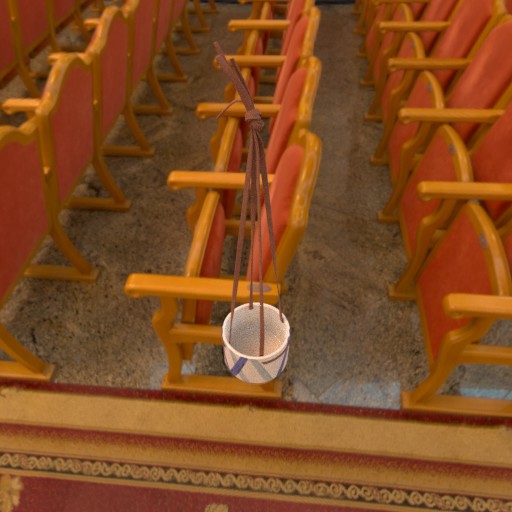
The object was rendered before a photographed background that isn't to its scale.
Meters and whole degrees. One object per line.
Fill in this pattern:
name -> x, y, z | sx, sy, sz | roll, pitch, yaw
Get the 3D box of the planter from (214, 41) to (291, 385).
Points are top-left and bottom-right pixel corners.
planter -> 0.000, 0.000, 0.819 | 0.157, 0.753, 0.153 | 4, 46, 4
